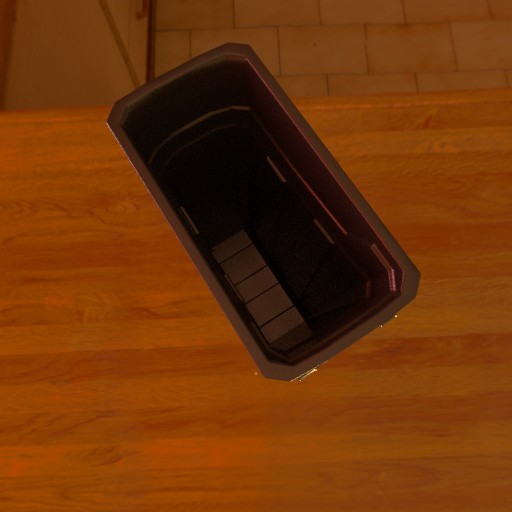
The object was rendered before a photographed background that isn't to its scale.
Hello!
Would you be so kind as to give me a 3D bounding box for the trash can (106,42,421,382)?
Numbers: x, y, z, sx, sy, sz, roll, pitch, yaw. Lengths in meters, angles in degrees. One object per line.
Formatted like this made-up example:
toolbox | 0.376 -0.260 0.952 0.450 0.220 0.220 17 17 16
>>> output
trash can | 0.000 0.000 1.067 0.281 0.762 0.559 -32 77 -8
